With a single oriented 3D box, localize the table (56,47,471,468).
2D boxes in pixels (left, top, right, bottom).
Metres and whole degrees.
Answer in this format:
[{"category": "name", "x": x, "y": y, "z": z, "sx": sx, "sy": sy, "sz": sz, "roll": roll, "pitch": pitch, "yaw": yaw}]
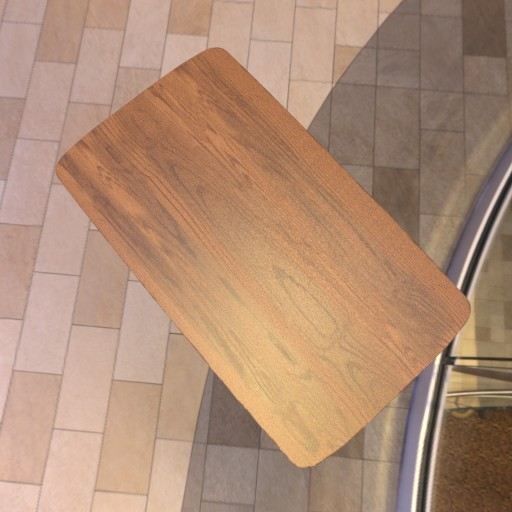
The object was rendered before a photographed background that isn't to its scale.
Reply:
[{"category": "table", "x": 0.000, "y": 0.000, "z": 2.181, "sx": 0.949, "sy": 0.765, "sz": 1.643, "roll": -40, "pitch": 80, "yaw": -8}]
